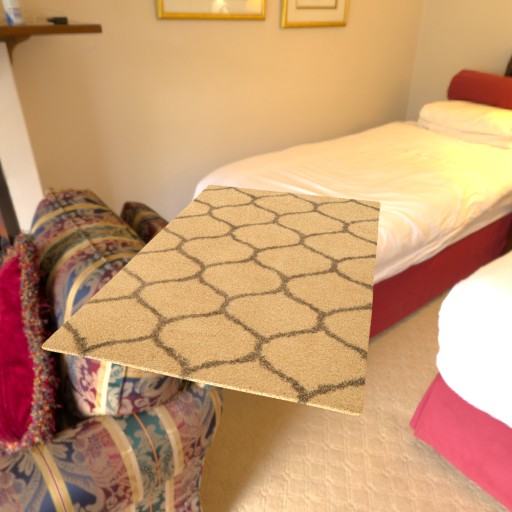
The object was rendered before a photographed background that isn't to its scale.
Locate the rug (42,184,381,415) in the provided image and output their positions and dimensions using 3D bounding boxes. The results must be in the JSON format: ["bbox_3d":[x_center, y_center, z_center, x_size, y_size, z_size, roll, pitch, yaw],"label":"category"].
[{"bbox_3d":[0.000,0.000,3.442,1.801,0.026,2.701,8,31,13],"label":"rug"}]
